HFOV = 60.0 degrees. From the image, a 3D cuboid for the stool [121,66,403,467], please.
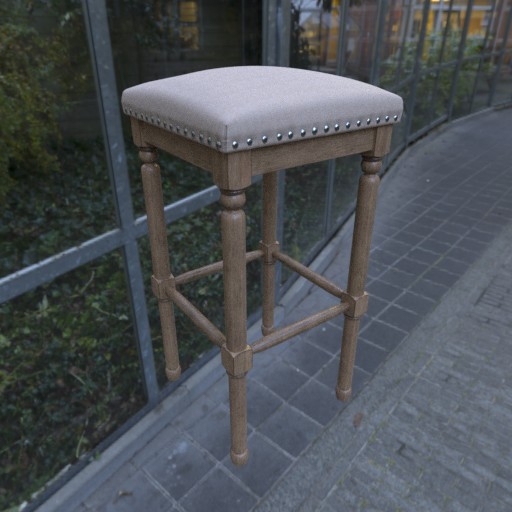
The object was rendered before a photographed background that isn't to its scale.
[{"bbox_3d":[0.000,0.000,0.976,0.382,0.768,0.383,-18,33,-31],"label":"stool"}]
